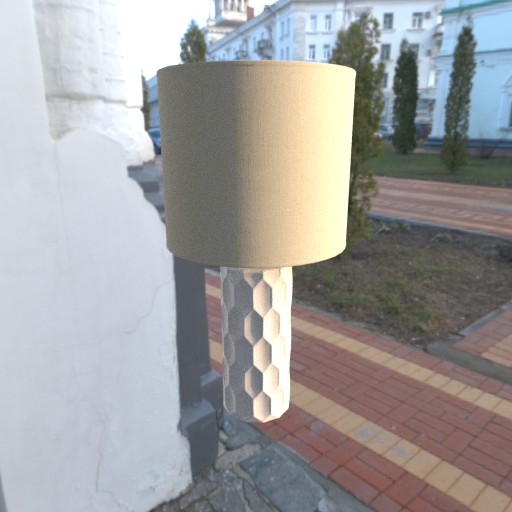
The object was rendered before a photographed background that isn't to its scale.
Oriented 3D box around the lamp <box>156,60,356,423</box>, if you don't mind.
[{"bbox_3d":[0.000,0.000,0.702,0.277,0.537,0.277,-8,18,-25],"label":"lamp"}]
